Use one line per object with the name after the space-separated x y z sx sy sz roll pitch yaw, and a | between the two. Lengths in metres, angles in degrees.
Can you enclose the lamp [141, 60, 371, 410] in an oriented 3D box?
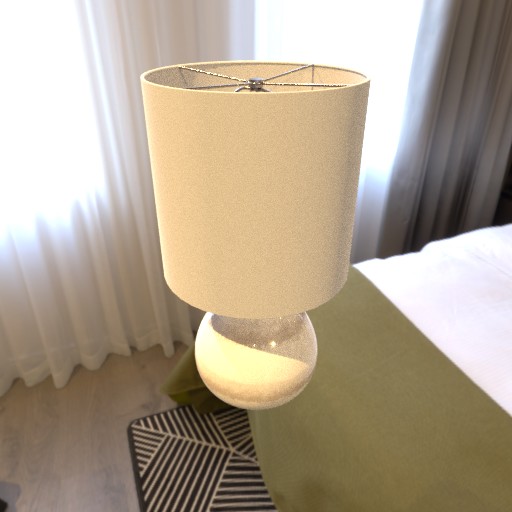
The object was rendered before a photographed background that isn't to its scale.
0.000 0.000 0.525 0.217 0.404 0.217 21 36 32 | lamp
